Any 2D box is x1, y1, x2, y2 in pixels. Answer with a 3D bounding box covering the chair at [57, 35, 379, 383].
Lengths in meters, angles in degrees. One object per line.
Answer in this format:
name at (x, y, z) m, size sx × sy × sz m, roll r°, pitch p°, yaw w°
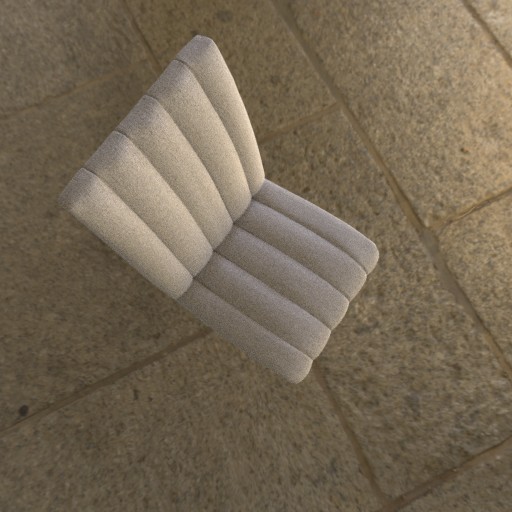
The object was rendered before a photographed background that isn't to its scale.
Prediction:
chair at (0.000, 0.000, 1.347) m, size 0.647 × 1.016 × 0.511 m, roll 33°, pitch 78°, yaw 8°
